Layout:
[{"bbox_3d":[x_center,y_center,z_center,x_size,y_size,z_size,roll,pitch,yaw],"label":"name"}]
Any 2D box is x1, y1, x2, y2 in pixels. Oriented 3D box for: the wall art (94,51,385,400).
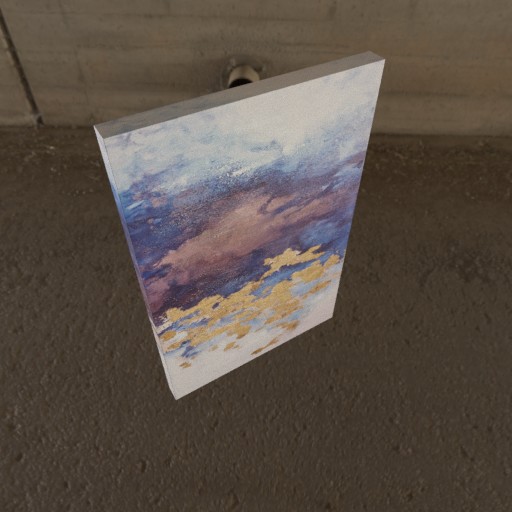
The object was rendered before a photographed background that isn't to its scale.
[{"bbox_3d":[0.000,0.000,1.119,0.583,0.874,0.048,-24,50,-21],"label":"wall art"}]
